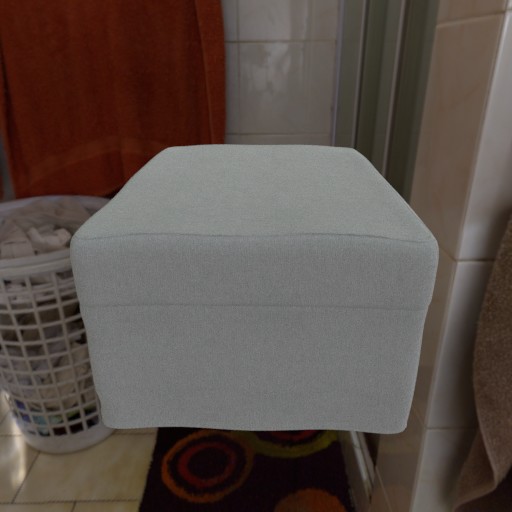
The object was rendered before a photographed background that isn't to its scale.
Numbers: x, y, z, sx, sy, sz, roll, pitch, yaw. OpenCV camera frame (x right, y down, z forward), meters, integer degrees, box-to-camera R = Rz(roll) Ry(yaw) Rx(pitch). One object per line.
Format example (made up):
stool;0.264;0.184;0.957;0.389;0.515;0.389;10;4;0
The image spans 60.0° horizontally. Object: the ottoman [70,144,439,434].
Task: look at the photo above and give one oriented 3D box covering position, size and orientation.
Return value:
ottoman;0.000;0.000;1.198;0.648;0.461;0.833;1;24;1
